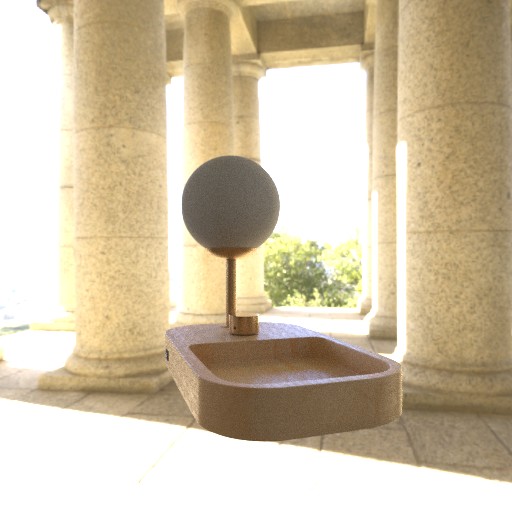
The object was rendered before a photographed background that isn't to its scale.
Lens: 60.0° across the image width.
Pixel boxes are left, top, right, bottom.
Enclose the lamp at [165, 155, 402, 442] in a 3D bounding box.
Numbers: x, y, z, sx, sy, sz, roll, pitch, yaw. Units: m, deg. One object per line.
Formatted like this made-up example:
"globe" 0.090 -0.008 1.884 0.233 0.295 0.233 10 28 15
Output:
"lamp" 0.000 0.000 0.467 0.173 0.253 0.331 0 0 -18
